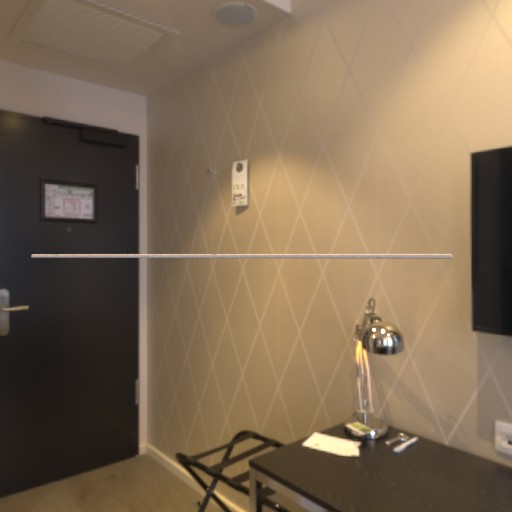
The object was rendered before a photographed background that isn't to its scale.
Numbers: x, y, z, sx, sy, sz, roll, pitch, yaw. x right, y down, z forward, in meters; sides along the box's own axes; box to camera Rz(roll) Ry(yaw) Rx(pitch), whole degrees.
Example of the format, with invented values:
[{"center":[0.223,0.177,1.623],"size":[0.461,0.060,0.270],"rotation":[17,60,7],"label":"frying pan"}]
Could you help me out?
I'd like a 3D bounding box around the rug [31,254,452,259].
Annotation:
[{"center":[0.000,0.000,2.366],"size":[1.828,0.015,1.222],"rotation":[0,0,19],"label":"rug"}]
